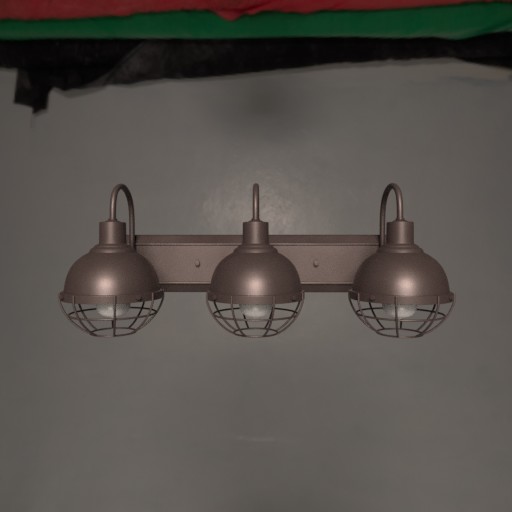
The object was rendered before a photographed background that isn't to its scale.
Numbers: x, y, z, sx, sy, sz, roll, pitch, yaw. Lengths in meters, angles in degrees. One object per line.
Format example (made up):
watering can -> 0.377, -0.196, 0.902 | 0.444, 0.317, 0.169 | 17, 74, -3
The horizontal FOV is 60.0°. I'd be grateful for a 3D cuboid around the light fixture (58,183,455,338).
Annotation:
light fixture -> 0.000, 0.000, 0.765 | 0.634, 0.254, 0.229 | 0, 1, 1
